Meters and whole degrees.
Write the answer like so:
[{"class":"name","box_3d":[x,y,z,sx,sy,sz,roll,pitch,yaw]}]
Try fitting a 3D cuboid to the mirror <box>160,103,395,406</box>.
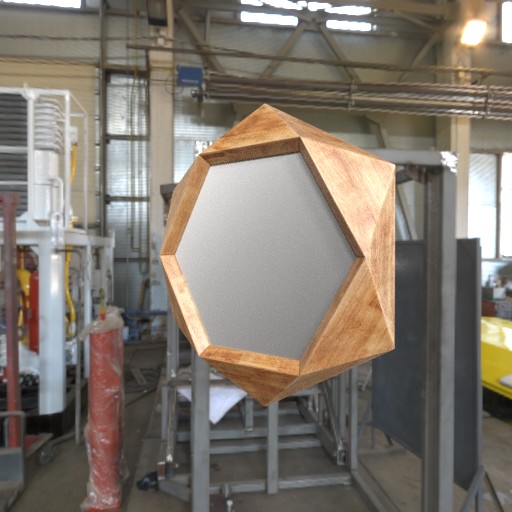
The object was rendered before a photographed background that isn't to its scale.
[{"class":"mirror","box_3d":[0.000,0.000,1.109,0.675,0.779,0.091,1,1,36]}]
